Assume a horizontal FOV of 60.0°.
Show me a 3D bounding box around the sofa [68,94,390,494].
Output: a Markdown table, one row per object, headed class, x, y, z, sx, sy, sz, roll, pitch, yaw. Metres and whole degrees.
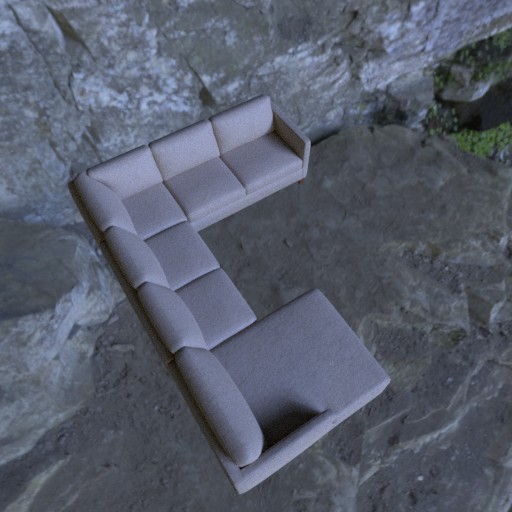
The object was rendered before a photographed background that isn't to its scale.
| class | x | y | z | sx | sy | sz | roll | pitch | yaw |
| --- | --- | --- | --- | --- | --- | --- | --- | --- | --- |
| sofa | 0.000 | 0.000 | 4.420 | 2.551 | 0.889 | 3.403 | -29 | 62 | -17 |
